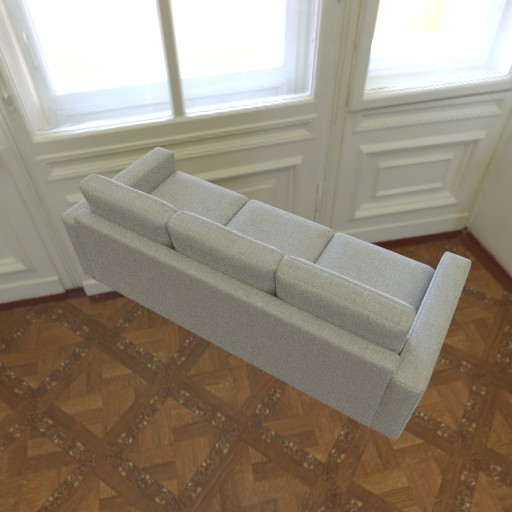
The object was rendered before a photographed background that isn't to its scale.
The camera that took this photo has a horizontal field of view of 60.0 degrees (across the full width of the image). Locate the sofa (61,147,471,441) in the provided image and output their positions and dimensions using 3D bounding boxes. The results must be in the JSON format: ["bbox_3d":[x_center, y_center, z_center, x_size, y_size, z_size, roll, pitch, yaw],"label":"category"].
[{"bbox_3d":[0.000,0.000,2.535,2.120,0.800,0.900,23,50,21],"label":"sofa"}]
